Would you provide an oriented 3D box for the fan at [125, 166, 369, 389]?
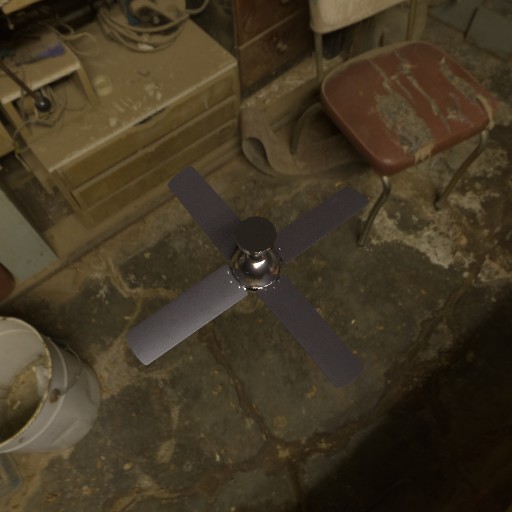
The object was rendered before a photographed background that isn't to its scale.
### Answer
[{"bbox_3d":[0.000,0.000,1.990,1.332,0.403,1.332,-35,69,-16],"label":"fan"}]
